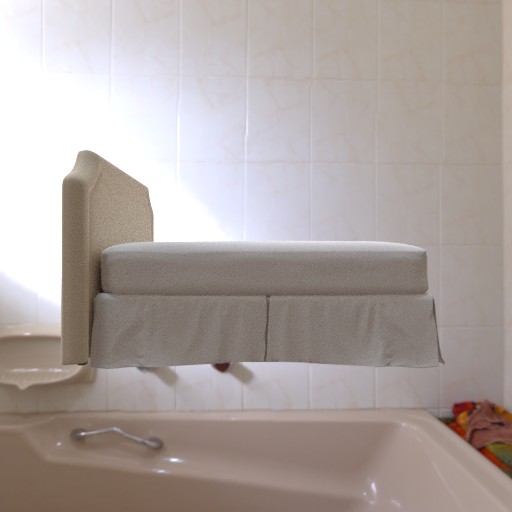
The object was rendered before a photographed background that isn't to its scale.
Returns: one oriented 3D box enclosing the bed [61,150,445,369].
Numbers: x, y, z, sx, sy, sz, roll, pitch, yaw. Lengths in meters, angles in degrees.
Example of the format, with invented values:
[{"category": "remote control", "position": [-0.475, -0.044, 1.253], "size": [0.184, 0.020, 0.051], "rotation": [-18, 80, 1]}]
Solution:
[{"category": "bed", "position": [0.000, 0.000, 3.374], "size": [2.209, 1.296, 1.827], "rotation": [0, 0, -1]}]
